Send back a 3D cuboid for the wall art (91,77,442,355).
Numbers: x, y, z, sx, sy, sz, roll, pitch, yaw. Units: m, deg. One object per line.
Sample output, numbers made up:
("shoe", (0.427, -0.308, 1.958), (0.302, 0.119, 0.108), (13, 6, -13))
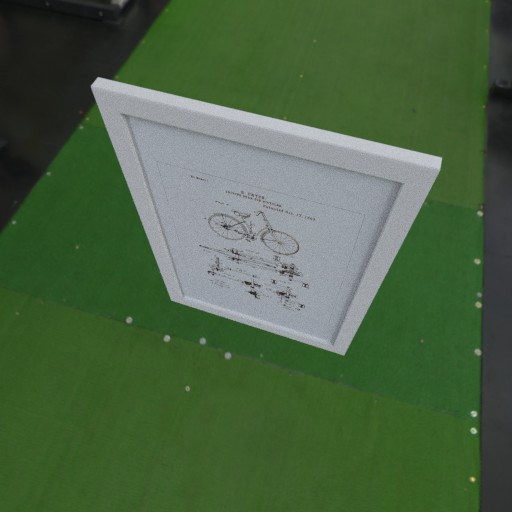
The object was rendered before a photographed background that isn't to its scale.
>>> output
("wall art", (0.000, 0.000, 0.607), (0.332, 0.477, 0.015), (16, 60, 10))
